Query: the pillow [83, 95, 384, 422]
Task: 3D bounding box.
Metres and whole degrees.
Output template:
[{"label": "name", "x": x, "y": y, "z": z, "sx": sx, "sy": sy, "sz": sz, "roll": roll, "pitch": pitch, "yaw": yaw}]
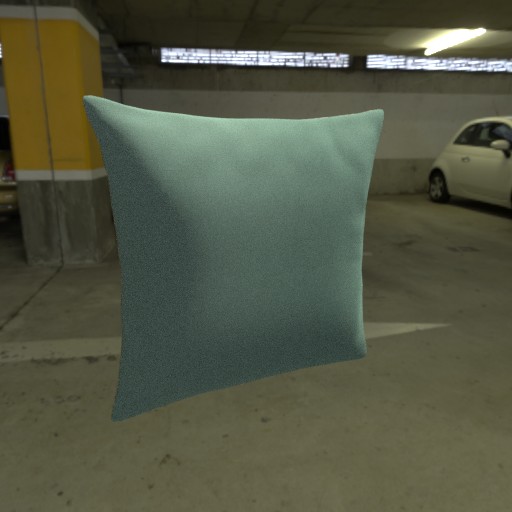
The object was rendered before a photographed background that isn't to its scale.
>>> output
[{"label": "pillow", "x": 0.000, "y": 0.000, "z": 0.775, "sx": 0.526, "sy": 0.507, "sz": 0.166, "roll": -7, "pitch": 16, "yaw": -25}]
